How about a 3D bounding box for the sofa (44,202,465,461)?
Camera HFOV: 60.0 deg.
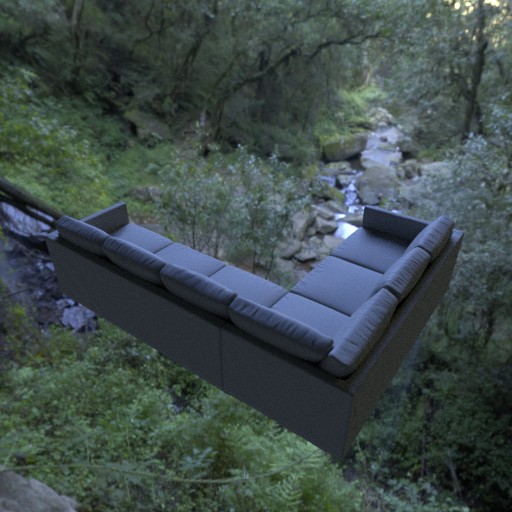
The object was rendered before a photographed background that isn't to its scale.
[{"bbox_3d":[0.000,0.000,4.327,3.182,0.871,2.432,22,39,30],"label":"sofa"}]
